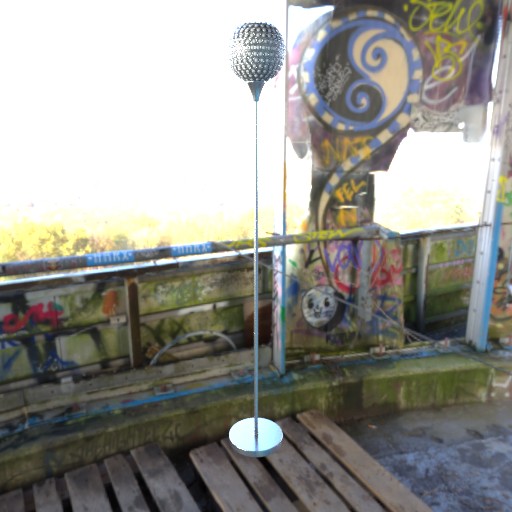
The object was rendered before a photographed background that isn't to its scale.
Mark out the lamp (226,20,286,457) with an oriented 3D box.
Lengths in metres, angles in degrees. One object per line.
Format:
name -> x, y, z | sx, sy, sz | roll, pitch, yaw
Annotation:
lamp -> 0.000, 0.000, 1.900 | 0.254, 1.805, 0.254 | 0, 14, 0
